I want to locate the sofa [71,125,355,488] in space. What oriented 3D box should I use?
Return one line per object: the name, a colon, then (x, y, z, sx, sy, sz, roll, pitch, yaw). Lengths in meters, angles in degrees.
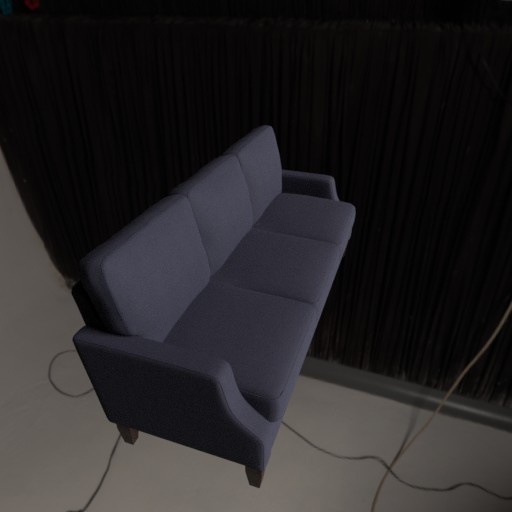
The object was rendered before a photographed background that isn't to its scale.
sofa: (0.000, 0.000, 2.560, 0.888, 0.984, 2.115, 10, 33, 17)
